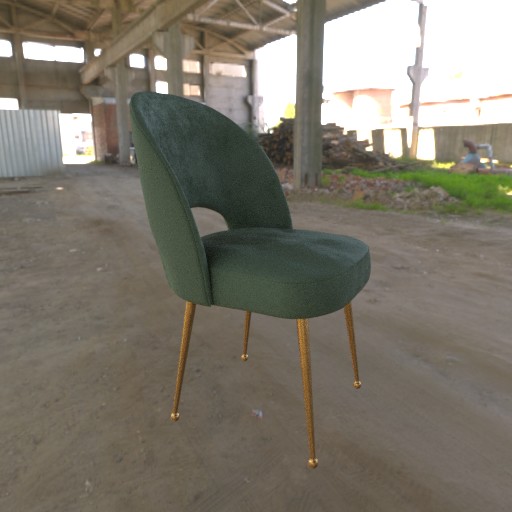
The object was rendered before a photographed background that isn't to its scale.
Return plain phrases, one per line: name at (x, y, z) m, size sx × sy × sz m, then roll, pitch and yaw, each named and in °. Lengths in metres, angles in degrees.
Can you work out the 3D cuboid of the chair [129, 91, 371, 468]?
chair at (0.000, 0.000, 1.200) m, size 0.577 × 0.860 × 0.527 m, roll 7°, pitch 15°, yaw 26°
